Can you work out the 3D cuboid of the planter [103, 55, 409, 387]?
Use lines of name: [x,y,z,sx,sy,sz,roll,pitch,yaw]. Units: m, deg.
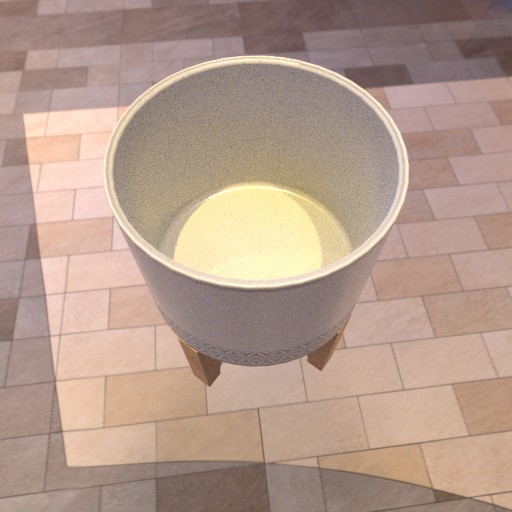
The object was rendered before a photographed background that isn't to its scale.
planter: [0.000,0.000,0.266,0.130,0.178,0.130,0,60,0]
